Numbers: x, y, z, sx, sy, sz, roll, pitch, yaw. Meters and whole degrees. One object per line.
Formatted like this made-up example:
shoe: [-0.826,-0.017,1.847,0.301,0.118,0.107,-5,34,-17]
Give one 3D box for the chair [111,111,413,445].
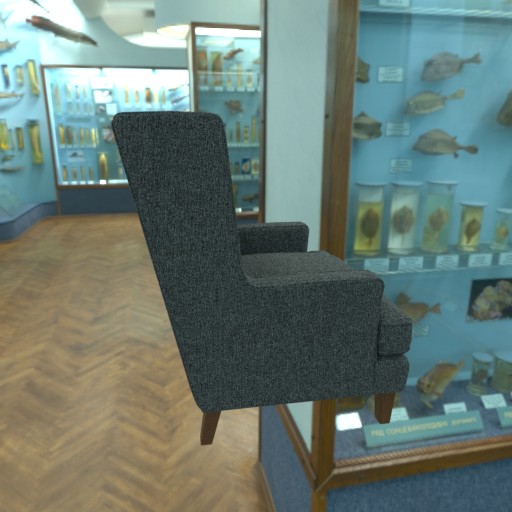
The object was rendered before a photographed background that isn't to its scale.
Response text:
chair: [0.000,0.000,1.799,0.927,1.082,0.942,-3,16,-10]
